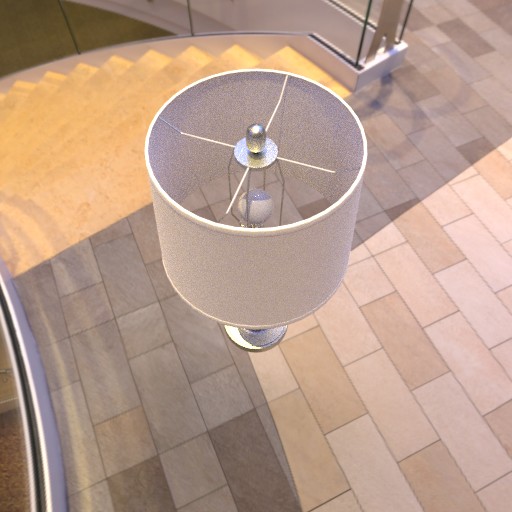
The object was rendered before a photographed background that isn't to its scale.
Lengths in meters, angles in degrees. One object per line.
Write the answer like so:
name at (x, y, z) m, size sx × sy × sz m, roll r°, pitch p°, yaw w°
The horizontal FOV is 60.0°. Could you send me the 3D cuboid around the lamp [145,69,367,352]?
lamp at (0.000, 0.000, 0.957) m, size 0.383 × 0.733 × 0.383 m, roll 0°, pitch 59°, yaw 0°
